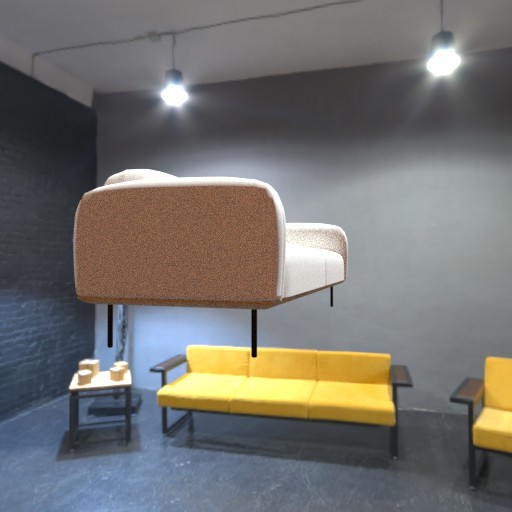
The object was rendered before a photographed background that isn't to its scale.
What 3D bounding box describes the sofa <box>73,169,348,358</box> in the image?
[{"bbox_3d":[0.000,0.000,2.675,0.870,0.780,2.280,0,-1,18],"label":"sofa"}]
